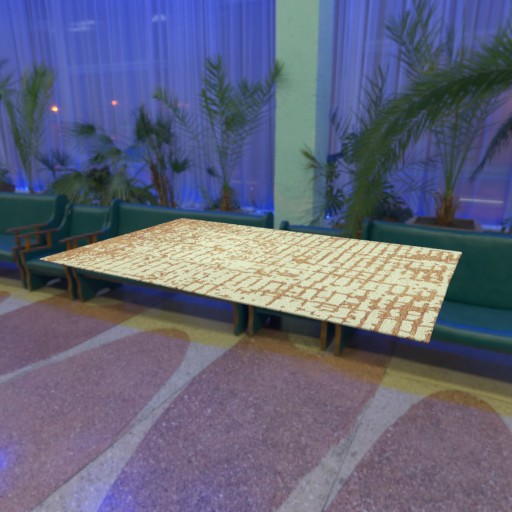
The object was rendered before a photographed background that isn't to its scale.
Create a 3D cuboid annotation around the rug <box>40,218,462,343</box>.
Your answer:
[{"bbox_3d":[0.000,0.000,3.005,2.435,0.011,1.517,9,19,27],"label":"rug"}]
